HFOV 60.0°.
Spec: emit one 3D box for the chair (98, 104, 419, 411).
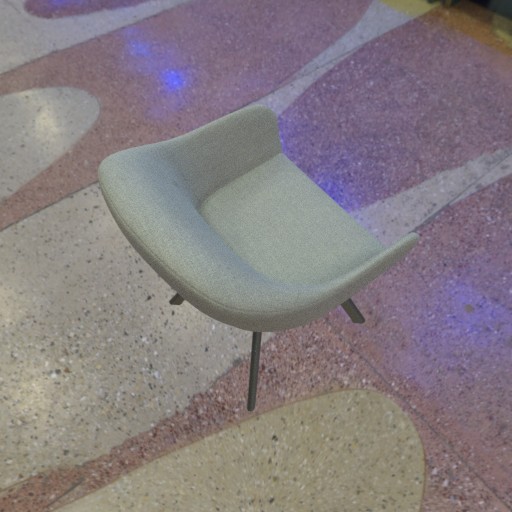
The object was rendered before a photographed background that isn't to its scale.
[{"bbox_3d":[0.000,0.000,1.143,0.570,0.780,0.540,-33,64,-19],"label":"chair"}]
